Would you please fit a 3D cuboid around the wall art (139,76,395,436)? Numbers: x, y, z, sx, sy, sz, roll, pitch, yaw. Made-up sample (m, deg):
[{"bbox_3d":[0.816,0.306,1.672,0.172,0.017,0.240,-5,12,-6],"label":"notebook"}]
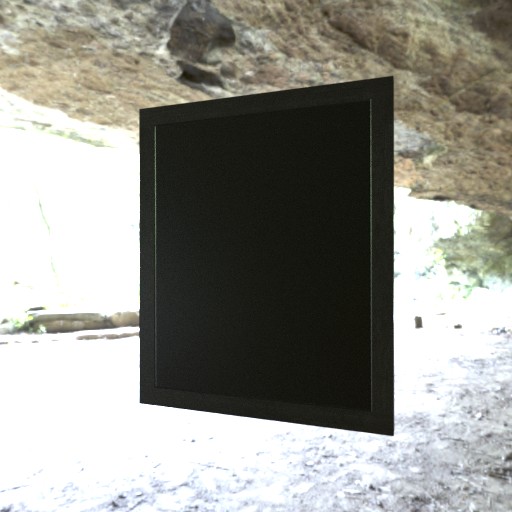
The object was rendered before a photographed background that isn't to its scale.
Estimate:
[{"bbox_3d":[0.000,0.000,0.805,0.479,0.580,0.027,0,0,19],"label":"wall art"}]
